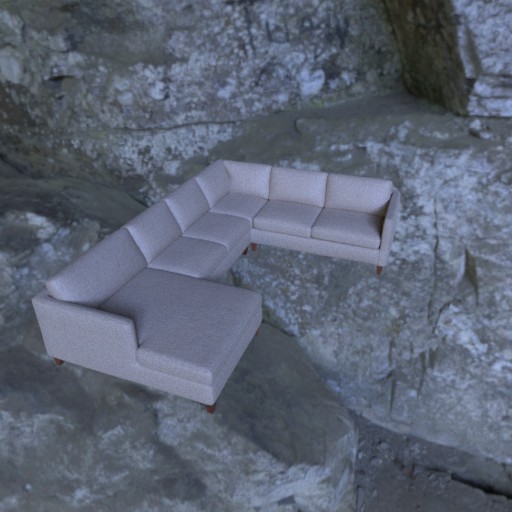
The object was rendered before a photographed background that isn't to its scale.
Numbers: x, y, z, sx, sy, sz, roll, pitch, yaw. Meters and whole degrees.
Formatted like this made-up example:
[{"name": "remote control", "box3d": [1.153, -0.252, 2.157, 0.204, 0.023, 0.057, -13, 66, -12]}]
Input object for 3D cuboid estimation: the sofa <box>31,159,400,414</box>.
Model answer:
[{"name": "sofa", "box3d": [0.000, 0.000, 4.556, 2.551, 0.889, 3.403, 11, 32, 18]}]
